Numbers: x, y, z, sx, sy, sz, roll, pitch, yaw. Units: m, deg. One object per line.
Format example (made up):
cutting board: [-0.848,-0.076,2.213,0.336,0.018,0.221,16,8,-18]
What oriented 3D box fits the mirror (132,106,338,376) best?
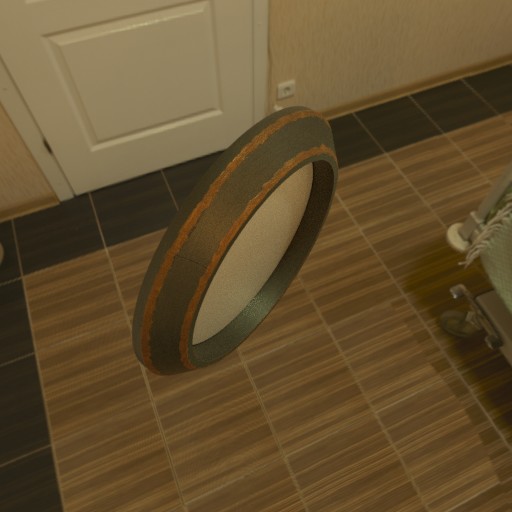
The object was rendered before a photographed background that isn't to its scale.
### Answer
mirror: [0.000,0.000,1.365,0.111,0.907,0.907,33,64,19]
